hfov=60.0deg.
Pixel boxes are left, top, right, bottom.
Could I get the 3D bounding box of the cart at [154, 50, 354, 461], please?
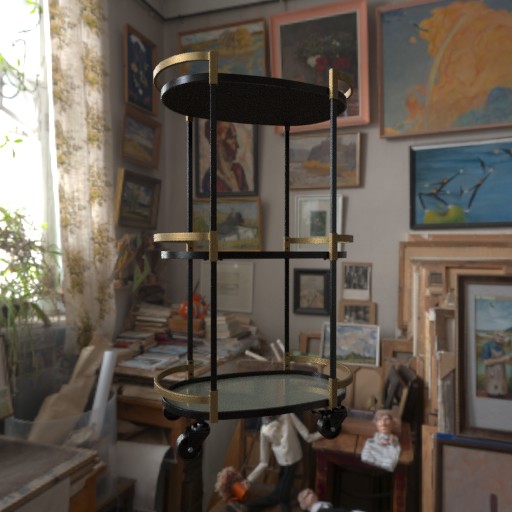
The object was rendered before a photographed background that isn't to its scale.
[{"bbox_3d":[0.000,0.000,1.143,0.515,0.885,0.311,0,1,-19],"label":"cart"}]
